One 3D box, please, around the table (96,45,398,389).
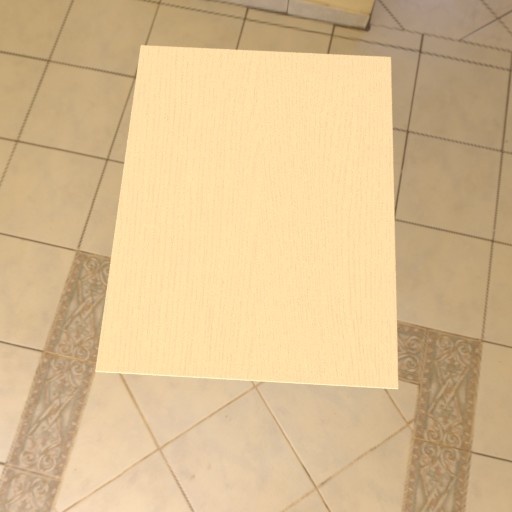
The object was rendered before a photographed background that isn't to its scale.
[{"bbox_3d":[0.000,0.000,0.919,0.381,0.635,0.480,3,76,1],"label":"table"}]
